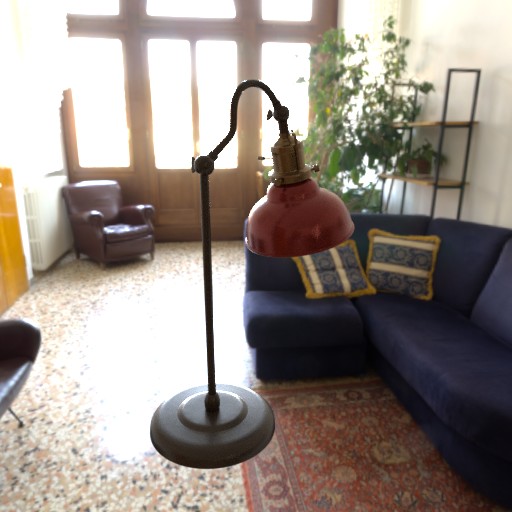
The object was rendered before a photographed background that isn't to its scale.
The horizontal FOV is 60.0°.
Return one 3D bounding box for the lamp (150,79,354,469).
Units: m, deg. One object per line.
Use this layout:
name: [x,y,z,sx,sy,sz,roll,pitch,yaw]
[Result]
lamp: [0.000,0.000,0.682,0.374,0.508,0.192,-14,20,-41]
